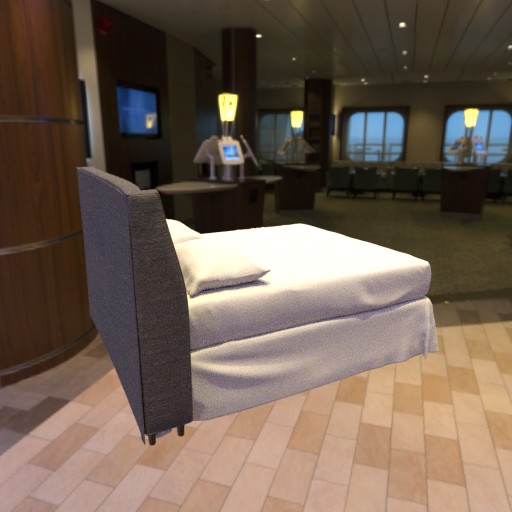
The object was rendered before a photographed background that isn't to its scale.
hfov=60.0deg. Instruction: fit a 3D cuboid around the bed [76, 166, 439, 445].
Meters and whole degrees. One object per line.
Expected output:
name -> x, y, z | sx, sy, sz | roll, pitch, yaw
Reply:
bed -> 0.000, 0.000, 3.389 | 2.276, 1.332, 1.925 | -8, 17, -27
